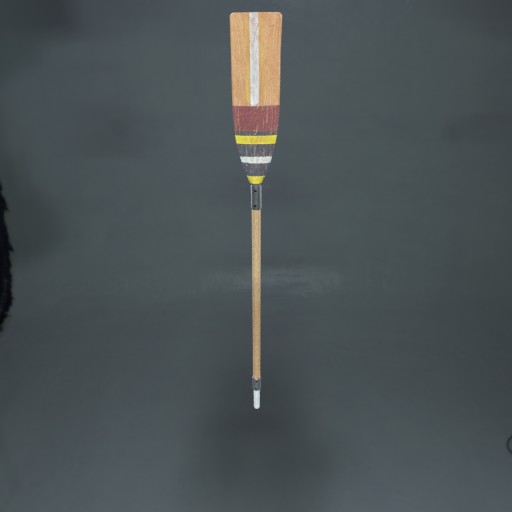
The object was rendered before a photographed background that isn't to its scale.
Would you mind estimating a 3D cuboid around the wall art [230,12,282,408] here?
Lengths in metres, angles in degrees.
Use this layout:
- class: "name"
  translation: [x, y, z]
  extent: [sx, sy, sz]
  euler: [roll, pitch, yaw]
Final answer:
- class: "wall art"
  translation: [0.000, 0.000, 1.615]
  extent: [0.146, 1.556, 0.038]
  euler: [0, 29, 0]
